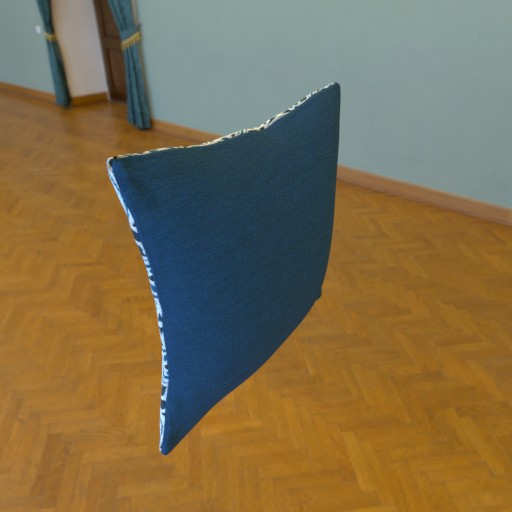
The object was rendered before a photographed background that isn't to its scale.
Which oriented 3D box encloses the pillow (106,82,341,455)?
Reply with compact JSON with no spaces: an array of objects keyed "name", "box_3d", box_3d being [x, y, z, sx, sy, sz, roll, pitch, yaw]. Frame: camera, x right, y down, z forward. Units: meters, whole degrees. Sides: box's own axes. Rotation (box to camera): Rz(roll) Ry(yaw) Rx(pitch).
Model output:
[{"name":"pillow","box_3d":[0.000,0.000,0.641,0.145,0.420,0.440,21,38,30]}]
